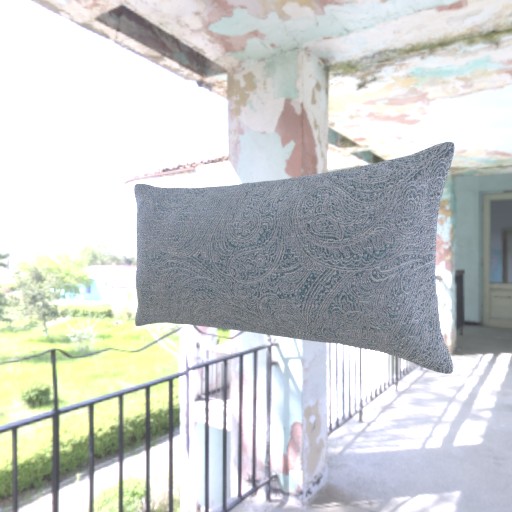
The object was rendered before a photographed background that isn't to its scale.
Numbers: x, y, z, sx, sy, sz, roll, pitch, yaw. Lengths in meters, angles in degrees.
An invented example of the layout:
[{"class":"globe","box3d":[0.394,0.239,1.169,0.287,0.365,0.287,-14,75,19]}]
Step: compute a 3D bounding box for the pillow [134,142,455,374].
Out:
[{"class":"pillow","box3d":[0.000,0.000,0.738,0.615,0.295,0.151,0,1,36]}]
